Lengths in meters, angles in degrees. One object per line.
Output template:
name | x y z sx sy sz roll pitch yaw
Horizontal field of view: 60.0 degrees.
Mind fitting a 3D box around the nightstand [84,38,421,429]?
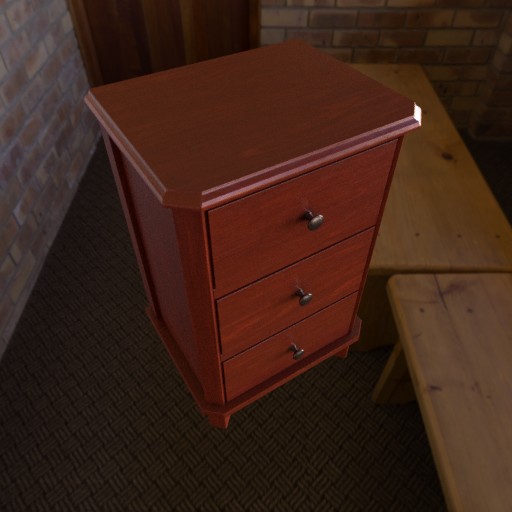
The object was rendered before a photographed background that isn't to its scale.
nightstand | 0.000 0.000 0.923 0.435 0.681 0.351 -24 50 -22
